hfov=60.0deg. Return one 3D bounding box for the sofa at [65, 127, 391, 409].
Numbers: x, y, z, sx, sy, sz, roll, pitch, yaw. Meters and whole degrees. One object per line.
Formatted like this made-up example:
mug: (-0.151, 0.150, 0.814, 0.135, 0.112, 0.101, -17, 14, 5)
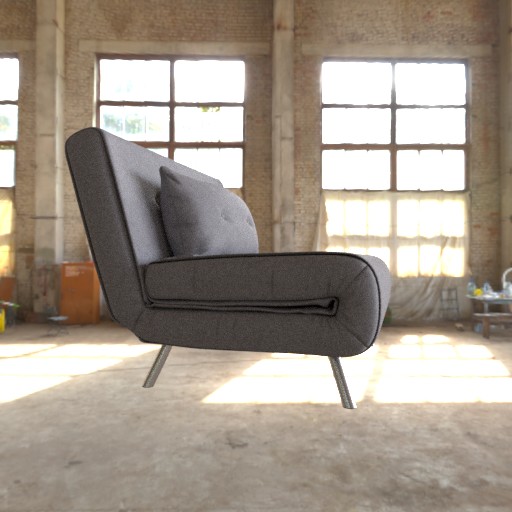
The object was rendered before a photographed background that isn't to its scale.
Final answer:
sofa: (0.000, 0.000, 1.753, 1.000, 0.825, 1.020, 0, 0, 18)
